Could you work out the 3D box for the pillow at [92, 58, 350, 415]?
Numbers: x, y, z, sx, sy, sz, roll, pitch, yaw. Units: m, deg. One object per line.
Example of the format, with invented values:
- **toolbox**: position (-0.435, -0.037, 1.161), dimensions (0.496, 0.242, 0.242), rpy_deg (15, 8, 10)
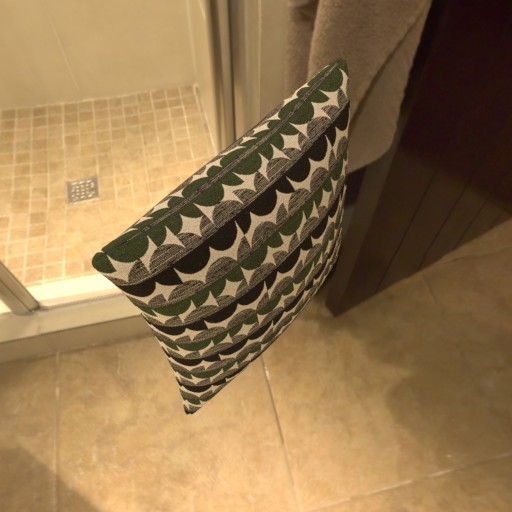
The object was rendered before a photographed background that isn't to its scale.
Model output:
- **pillow**: position (0.000, 0.000, 0.648), dimensions (0.180, 0.404, 0.419), rpy_deg (35, 64, 20)
